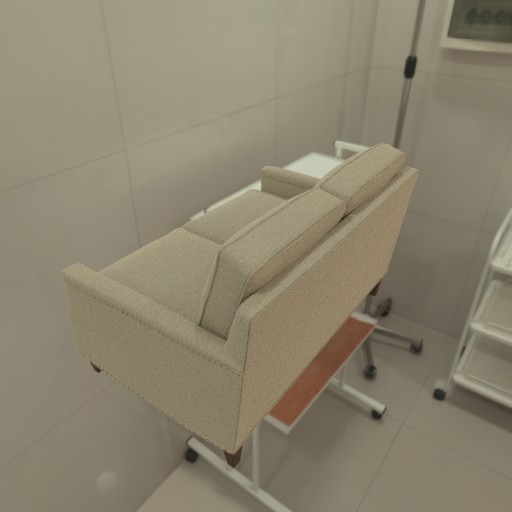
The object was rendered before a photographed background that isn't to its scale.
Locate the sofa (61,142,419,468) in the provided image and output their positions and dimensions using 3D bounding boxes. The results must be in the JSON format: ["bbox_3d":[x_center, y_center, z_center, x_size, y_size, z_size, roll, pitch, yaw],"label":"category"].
[{"bbox_3d":[0.000,0.000,2.284,1.084,1.003,1.597,21,38,30],"label":"sofa"}]
